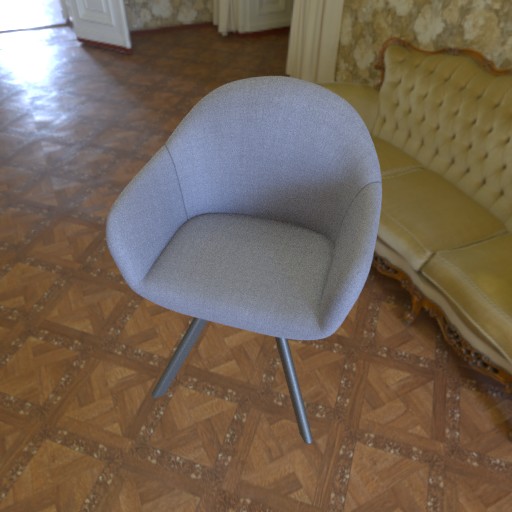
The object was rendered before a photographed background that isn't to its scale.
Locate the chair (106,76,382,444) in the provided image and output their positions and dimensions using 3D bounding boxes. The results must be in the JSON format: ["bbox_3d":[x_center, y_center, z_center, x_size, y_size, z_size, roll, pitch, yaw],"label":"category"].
[{"bbox_3d":[0.000,0.000,1.204,0.590,0.795,0.550,12,43,13],"label":"chair"}]
